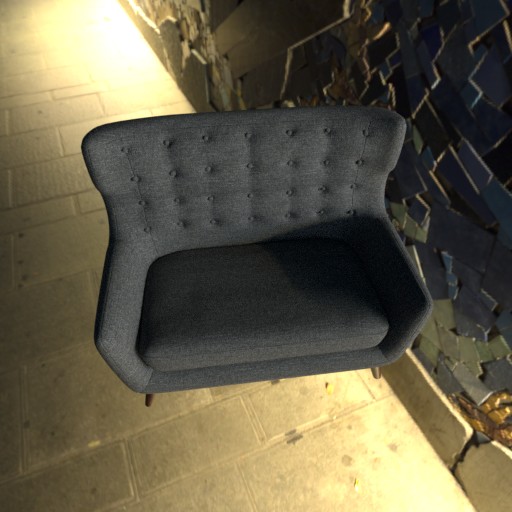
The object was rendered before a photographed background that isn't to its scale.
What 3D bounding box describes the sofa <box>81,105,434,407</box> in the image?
[{"bbox_3d":[0.000,0.000,2.002,1.358,1.028,0.874,-5,45,-5],"label":"sofa"}]
